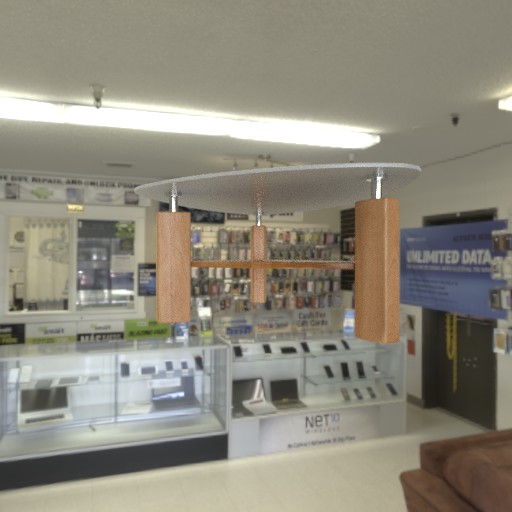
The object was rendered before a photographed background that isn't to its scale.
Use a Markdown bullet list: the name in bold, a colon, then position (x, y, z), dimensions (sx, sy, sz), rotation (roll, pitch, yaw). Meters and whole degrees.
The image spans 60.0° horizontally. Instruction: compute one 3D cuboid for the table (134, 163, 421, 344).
- **table**: position (0.000, 0.000, 1.602), dimensions (0.850, 0.440, 1.250), rotation (0, 0, -17)
